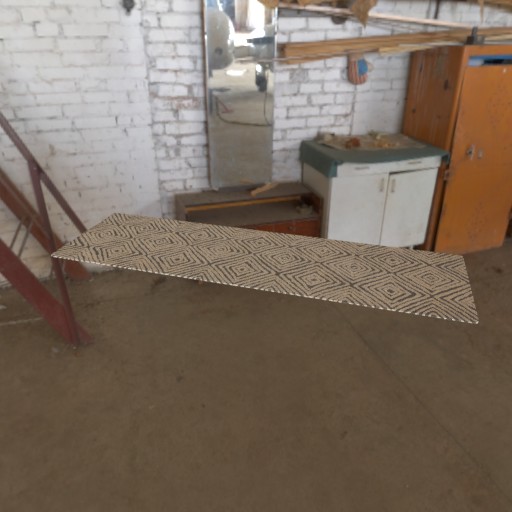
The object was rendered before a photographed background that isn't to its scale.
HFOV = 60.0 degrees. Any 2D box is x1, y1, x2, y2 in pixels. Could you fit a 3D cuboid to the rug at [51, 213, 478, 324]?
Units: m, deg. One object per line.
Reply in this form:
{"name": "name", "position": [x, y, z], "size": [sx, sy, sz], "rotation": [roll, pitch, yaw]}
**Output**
{"name": "rug", "position": [0.000, 0.000, 2.549], "size": [2.277, 0.008, 0.676], "rotation": [8, 29, 15]}
